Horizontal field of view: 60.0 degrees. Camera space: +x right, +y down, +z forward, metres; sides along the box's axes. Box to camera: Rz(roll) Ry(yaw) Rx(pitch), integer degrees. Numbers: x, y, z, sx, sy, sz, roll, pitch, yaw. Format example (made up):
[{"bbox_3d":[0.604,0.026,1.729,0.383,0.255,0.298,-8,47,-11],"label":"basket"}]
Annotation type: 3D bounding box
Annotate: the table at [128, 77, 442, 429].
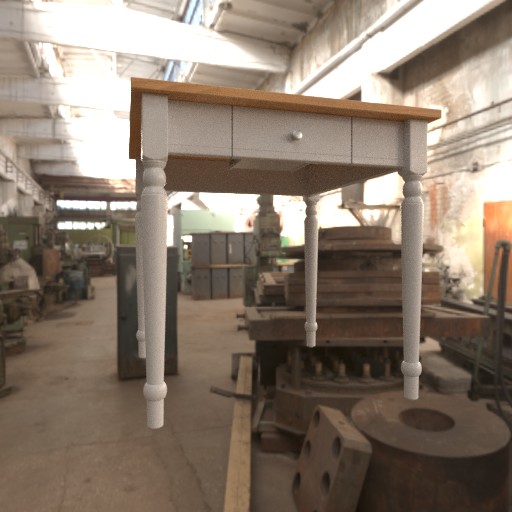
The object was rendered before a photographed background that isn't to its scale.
[{"bbox_3d":[0.000,0.000,1.364,0.747,0.738,0.747,0,1,-16],"label":"table"}]
